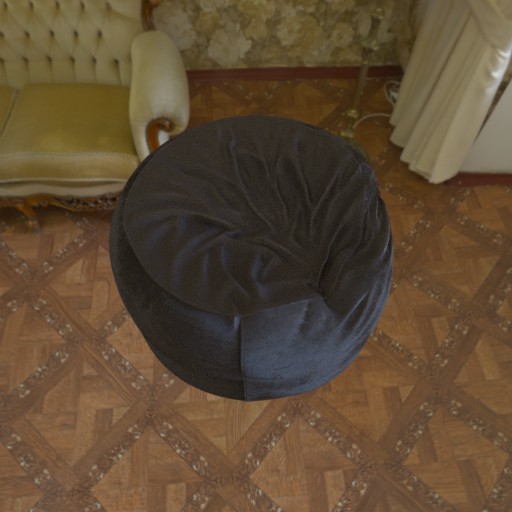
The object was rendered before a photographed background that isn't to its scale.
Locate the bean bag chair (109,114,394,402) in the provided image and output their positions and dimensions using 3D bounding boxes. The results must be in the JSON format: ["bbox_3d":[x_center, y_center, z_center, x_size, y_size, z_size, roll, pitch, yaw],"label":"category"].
[{"bbox_3d":[0.000,0.000,1.530,0.918,0.605,0.918,0,58,0],"label":"bean bag chair"}]
